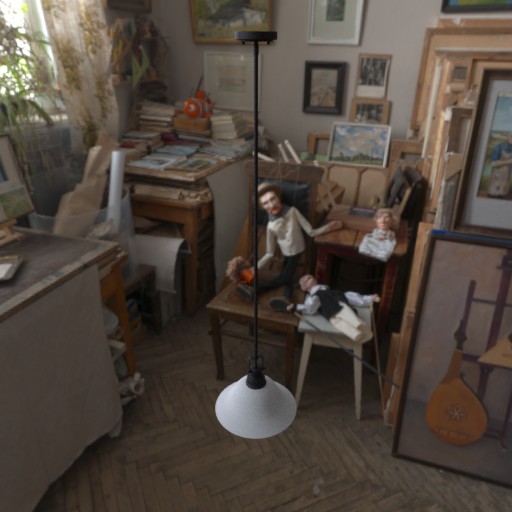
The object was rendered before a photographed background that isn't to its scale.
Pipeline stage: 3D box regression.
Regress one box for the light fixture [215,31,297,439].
[{"bbox_3d":[0.000,0.000,1.480,0.324,1.337,0.324,-8,27,-16],"label":"light fixture"}]
